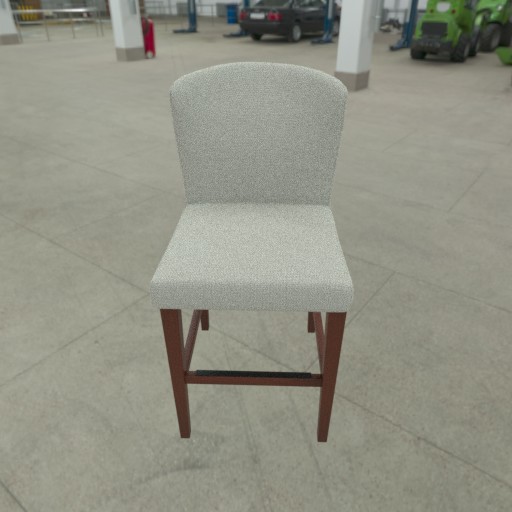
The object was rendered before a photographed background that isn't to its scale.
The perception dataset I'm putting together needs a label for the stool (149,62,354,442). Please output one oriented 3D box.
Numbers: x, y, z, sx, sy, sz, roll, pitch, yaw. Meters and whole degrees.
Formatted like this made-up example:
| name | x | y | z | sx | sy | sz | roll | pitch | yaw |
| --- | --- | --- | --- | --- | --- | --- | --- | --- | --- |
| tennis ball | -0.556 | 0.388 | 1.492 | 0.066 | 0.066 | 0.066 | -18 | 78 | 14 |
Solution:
| name | x | y | z | sx | sy | sz | roll | pitch | yaw |
| --- | --- | --- | --- | --- | --- | --- | --- | --- | --- |
| stool | 0.000 | 0.000 | 1.284 | 0.481 | 0.969 | 0.568 | 1 | 31 | 2 |
